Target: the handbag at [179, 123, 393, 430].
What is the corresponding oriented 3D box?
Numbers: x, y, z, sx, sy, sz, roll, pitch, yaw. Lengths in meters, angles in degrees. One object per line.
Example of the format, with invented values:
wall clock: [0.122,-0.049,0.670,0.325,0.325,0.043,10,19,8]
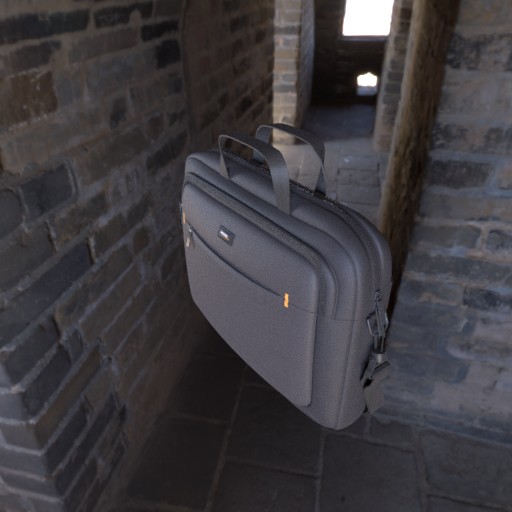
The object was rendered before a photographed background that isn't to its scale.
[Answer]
handbag: [0.000,0.000,0.593,0.126,0.330,0.429,-21,38,-30]
